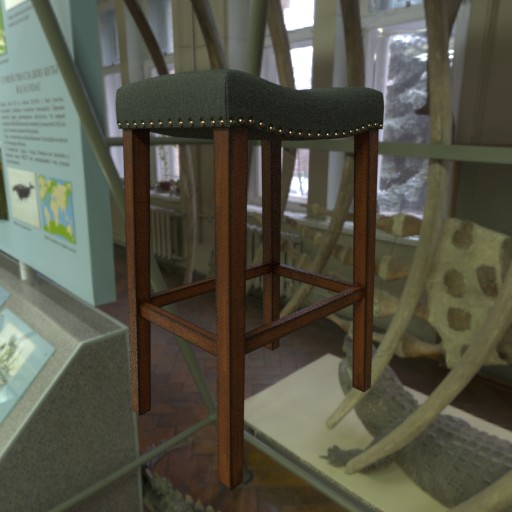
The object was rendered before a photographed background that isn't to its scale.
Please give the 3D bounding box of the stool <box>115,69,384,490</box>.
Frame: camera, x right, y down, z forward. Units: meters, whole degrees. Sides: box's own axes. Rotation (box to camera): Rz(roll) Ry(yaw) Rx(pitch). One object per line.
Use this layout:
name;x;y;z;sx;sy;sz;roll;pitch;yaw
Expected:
stool;0.000;0.000;1.036;0.366;0.760;0.502;15;21;43
